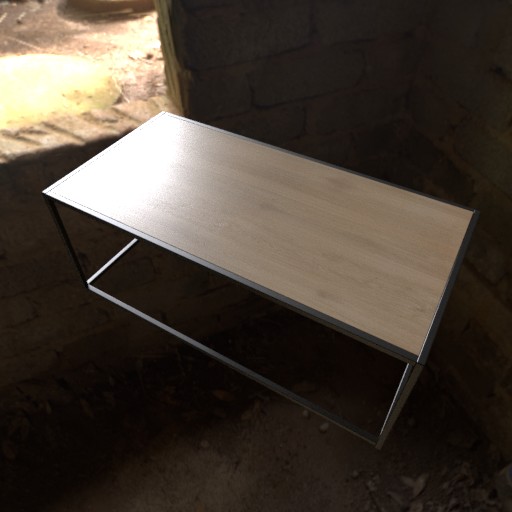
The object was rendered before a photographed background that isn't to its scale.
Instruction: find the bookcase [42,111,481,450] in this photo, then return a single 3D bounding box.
[{"bbox_3d":[0.000,0.000,1.266,1.000,0.400,0.500,23,50,21],"label":"bookcase"}]
